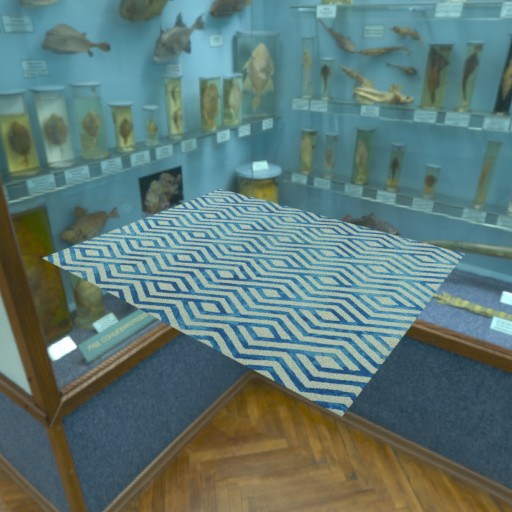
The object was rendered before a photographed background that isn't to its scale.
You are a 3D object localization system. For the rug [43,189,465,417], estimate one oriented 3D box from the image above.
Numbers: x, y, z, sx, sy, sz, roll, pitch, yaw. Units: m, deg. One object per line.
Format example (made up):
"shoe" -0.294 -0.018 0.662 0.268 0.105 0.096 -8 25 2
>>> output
"rug" 0.000 0.000 4.106 3.059 0.008 2.453 19 33 33
